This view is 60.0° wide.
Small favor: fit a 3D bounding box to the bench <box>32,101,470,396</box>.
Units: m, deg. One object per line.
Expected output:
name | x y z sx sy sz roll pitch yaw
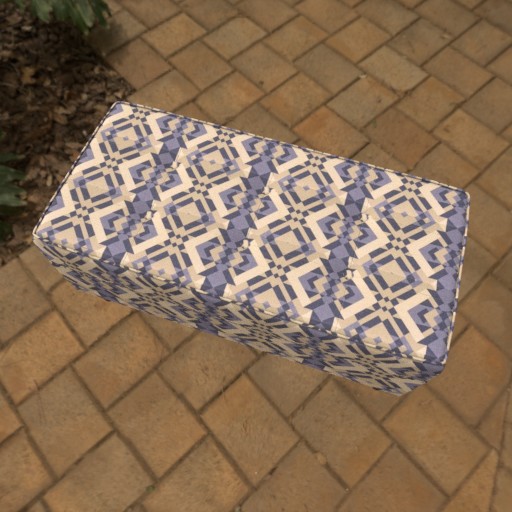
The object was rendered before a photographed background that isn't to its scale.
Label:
bench | 0.000 0.000 1.294 1.016 0.477 0.492 17 65 8
